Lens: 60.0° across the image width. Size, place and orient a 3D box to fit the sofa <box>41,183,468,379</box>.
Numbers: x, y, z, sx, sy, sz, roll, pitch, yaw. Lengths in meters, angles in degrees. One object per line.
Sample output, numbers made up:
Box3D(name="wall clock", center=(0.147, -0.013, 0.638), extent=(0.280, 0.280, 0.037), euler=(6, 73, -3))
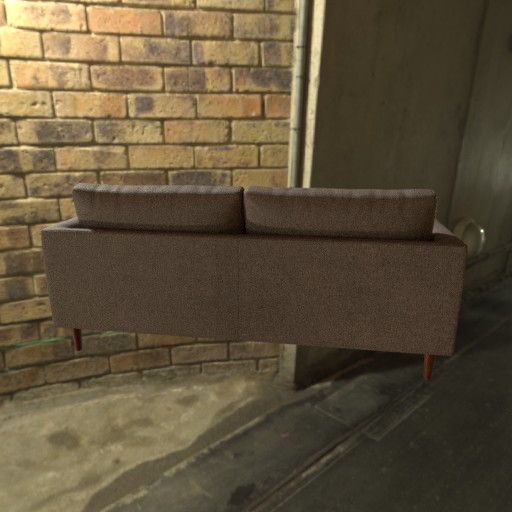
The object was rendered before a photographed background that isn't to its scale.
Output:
Box3D(name="sofa", center=(0.000, 0.000, 2.495), extent=(1.948, 0.868, 1.020), euler=(2, 16, 9))
